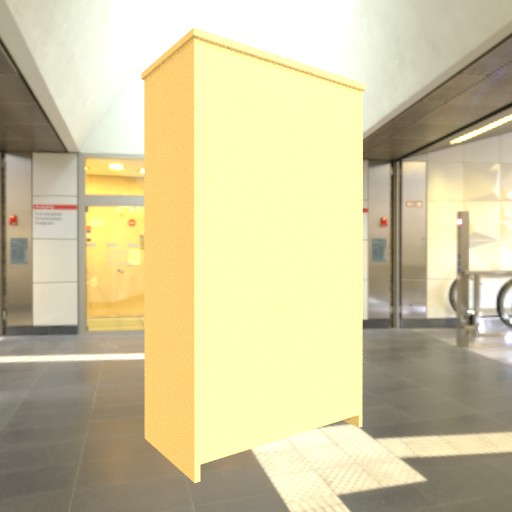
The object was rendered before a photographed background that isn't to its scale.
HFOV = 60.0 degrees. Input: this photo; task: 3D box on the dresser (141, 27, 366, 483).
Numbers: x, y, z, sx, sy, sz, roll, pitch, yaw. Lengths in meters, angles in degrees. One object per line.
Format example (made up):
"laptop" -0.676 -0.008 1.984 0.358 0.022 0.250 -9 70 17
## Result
"dresser" 0.000 0.000 1.579 0.704 1.255 0.399 0 0 -36
